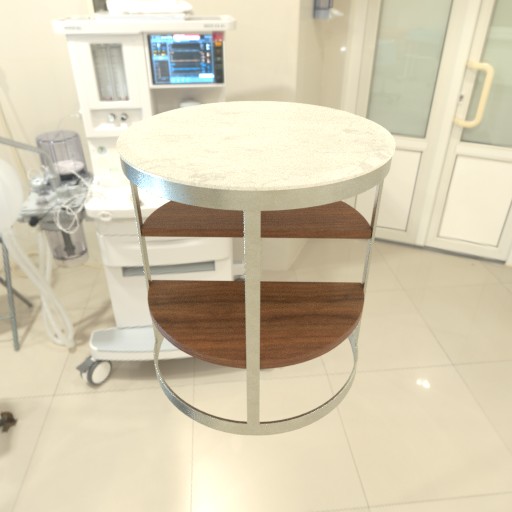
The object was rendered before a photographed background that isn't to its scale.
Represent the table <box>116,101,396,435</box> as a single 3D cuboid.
[{"bbox_3d":[0.000,0.000,0.783,0.407,0.447,0.407,0,32,0],"label":"table"}]
